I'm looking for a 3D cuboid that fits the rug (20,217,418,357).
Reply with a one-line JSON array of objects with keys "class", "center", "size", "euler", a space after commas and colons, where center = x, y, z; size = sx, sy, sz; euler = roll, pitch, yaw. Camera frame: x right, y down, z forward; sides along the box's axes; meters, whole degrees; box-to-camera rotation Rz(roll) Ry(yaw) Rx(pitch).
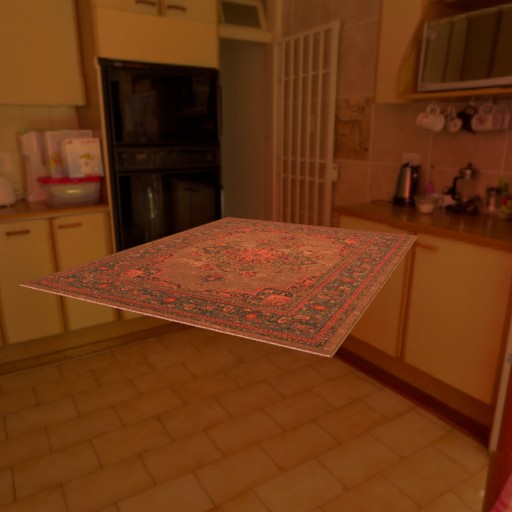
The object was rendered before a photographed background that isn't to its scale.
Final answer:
[{"class": "rug", "center": [0.000, 0.000, 4.099], "size": [2.434, 0.013, 3.057], "euler": [8, 17, 26]}]
